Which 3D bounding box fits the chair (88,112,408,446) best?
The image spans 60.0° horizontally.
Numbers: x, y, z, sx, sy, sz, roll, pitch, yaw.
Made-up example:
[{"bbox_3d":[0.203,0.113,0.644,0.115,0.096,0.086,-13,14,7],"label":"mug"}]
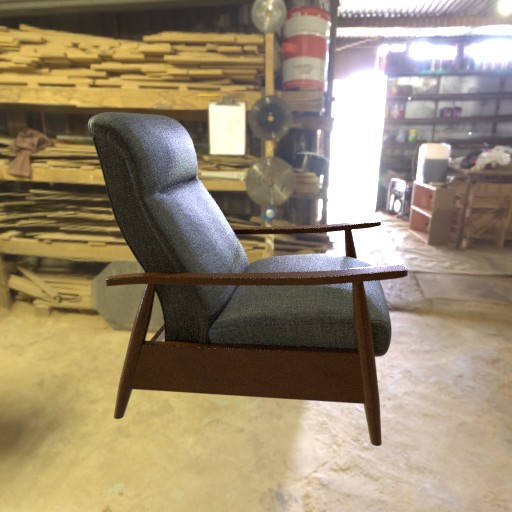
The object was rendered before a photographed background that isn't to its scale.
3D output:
[{"bbox_3d":[0.000,0.000,1.764,1.030,1.082,0.762,3,17,9],"label":"chair"}]
